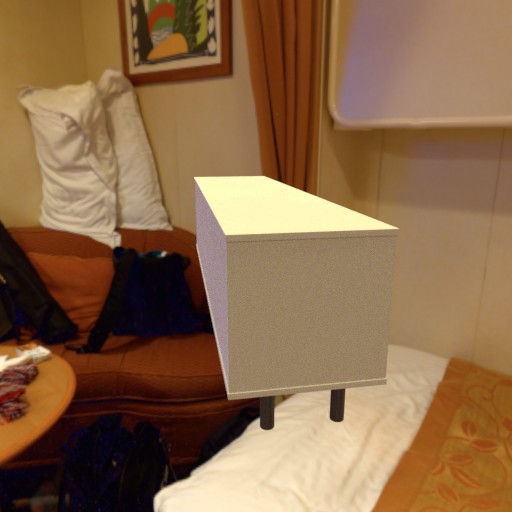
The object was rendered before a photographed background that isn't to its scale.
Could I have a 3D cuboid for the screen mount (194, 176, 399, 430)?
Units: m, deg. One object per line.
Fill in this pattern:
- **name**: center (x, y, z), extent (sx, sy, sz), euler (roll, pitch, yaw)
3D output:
- **screen mount**: center (0.000, 0.000, 1.810), extent (0.418, 0.520, 1.600), euler (-3, 15, -10)
